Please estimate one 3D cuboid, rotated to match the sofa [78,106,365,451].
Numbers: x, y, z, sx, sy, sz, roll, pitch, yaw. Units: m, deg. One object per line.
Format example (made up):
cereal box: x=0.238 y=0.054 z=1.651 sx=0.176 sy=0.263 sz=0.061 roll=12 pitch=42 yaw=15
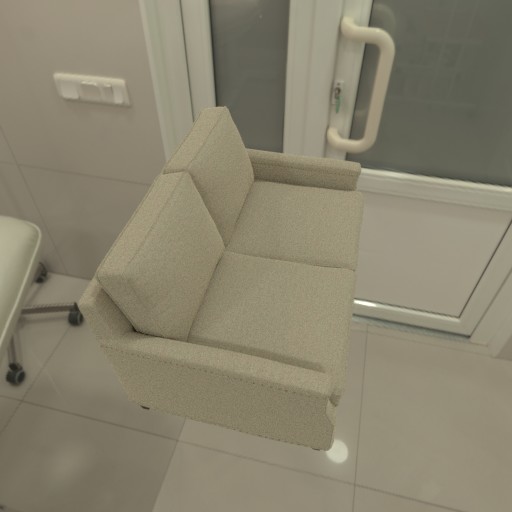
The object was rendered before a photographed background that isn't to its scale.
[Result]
sofa: x=0.000 y=0.000 z=2.368 sx=1.084 sy=1.003 sz=1.597 roll=10 pitch=47 yaw=9
